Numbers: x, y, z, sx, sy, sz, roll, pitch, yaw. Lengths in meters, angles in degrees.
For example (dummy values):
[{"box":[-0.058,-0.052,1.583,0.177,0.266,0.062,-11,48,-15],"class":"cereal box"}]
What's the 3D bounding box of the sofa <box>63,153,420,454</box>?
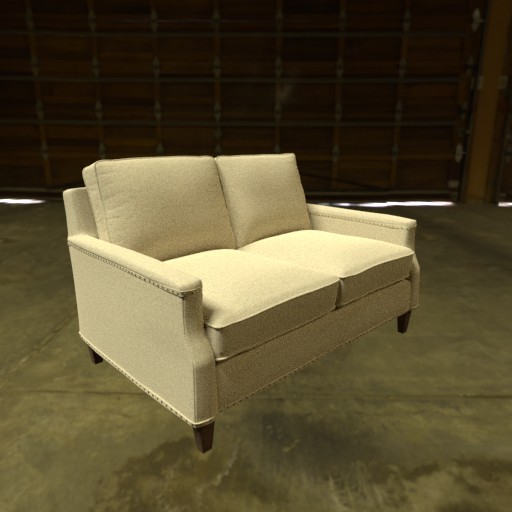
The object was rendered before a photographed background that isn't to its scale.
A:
[{"box":[0.000,0.000,2.297,1.597,1.003,1.084,-14,21,-42],"class":"sofa"}]
